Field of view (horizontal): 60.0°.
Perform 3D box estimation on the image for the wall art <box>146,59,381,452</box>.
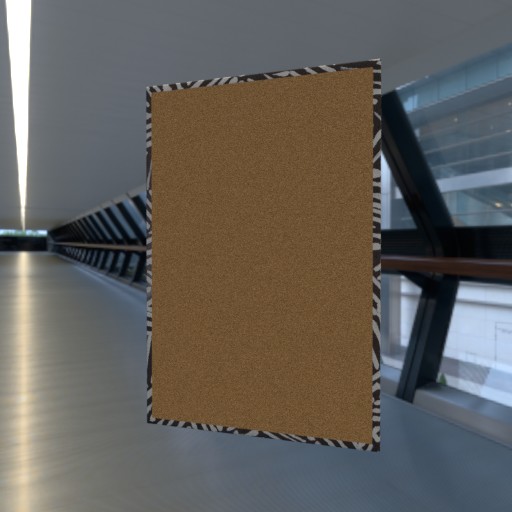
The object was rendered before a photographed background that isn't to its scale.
[{"bbox_3d":[0.000,0.000,1.135,0.615,0.918,0.035,0,1,17],"label":"wall art"}]
